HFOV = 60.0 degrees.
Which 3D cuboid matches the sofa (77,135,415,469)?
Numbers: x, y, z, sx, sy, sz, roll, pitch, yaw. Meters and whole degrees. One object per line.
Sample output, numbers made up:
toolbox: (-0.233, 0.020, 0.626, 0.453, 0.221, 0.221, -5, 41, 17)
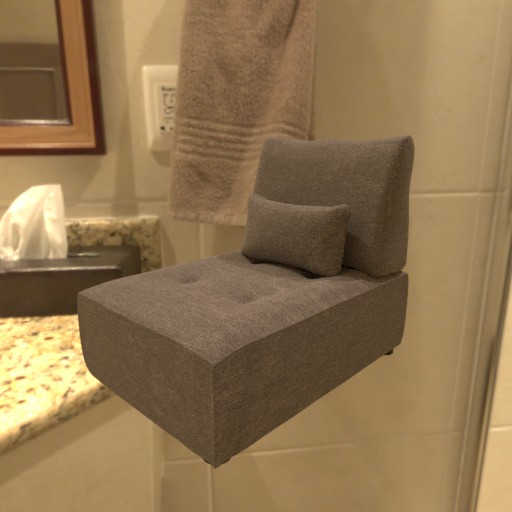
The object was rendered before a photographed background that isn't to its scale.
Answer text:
sofa: (0.000, 0.000, 1.555, 0.700, 0.820, 1.000, 14, 20, 42)
